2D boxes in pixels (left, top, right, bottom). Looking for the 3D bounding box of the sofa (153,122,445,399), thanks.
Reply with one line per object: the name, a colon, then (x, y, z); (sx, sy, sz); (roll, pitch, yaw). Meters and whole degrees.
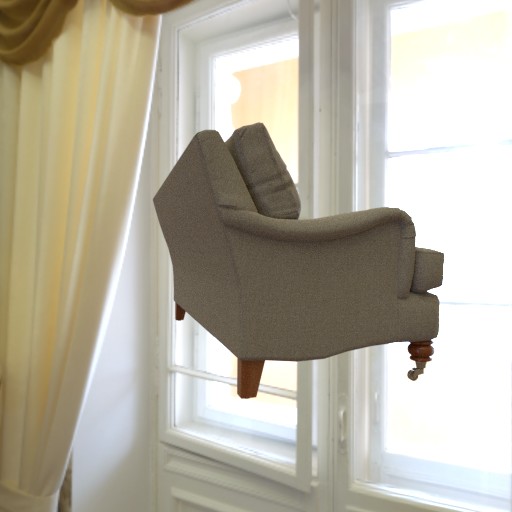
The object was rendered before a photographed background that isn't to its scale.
sofa: (0.000, 0.000, 2.716); (1.087, 1.054, 2.160); (0, 1, -17)
